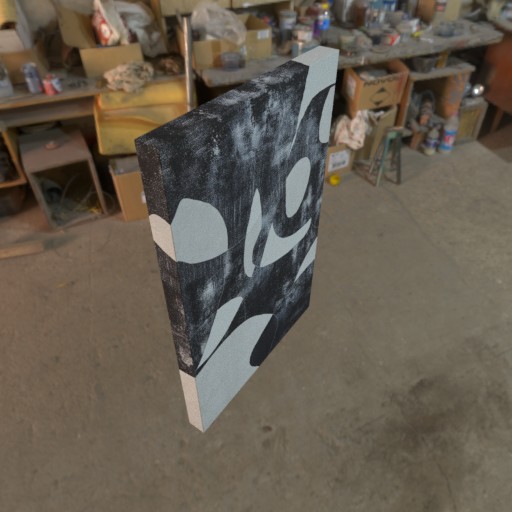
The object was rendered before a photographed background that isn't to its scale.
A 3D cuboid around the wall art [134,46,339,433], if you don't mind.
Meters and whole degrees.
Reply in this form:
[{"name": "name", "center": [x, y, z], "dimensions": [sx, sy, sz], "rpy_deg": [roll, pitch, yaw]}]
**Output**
[{"name": "wall art", "center": [0.000, 0.000, 0.796], "dimensions": [0.039, 0.610, 0.407], "rpy_deg": [25, 47, 26]}]
